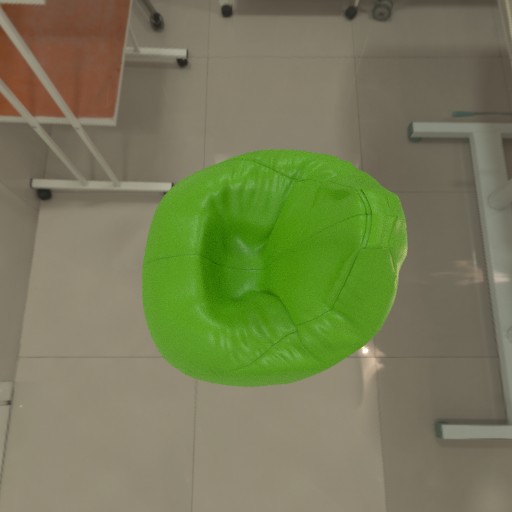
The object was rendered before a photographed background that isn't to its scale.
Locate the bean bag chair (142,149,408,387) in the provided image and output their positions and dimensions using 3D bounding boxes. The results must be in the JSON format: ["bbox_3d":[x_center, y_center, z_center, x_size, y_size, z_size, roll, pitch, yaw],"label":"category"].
[{"bbox_3d":[0.000,0.000,1.879,1.070,0.990,1.070,0,74,0],"label":"bean bag chair"}]
